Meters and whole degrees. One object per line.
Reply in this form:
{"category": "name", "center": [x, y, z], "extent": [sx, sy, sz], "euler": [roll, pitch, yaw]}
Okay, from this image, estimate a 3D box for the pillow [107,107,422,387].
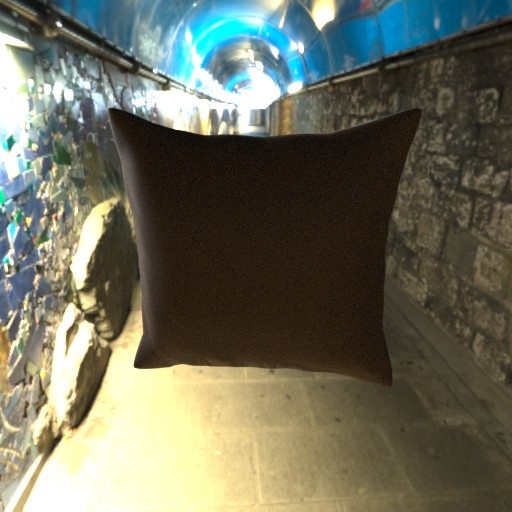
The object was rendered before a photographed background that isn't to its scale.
{"category": "pillow", "center": [0.000, 0.000, 0.696], "extent": [0.453, 0.443, 0.168], "euler": [3, 18, 9]}
